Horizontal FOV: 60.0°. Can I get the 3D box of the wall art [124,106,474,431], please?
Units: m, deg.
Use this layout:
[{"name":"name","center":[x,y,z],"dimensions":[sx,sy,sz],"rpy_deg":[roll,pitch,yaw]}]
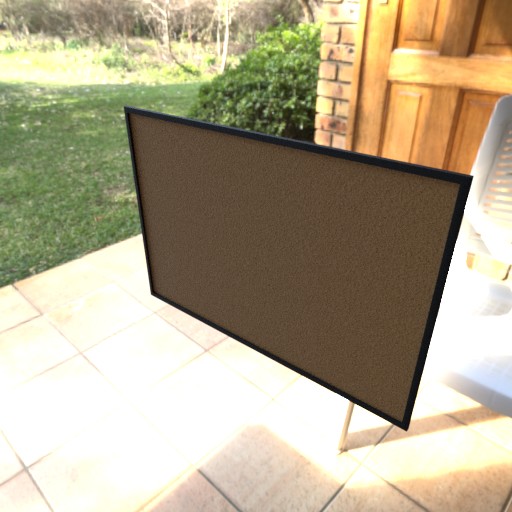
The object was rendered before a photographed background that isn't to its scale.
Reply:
[{"name":"wall art","center":[0.000,0.000,1.199],"dimensions":[0.963,0.665,0.013],"rpy_deg":[21,36,32]}]
